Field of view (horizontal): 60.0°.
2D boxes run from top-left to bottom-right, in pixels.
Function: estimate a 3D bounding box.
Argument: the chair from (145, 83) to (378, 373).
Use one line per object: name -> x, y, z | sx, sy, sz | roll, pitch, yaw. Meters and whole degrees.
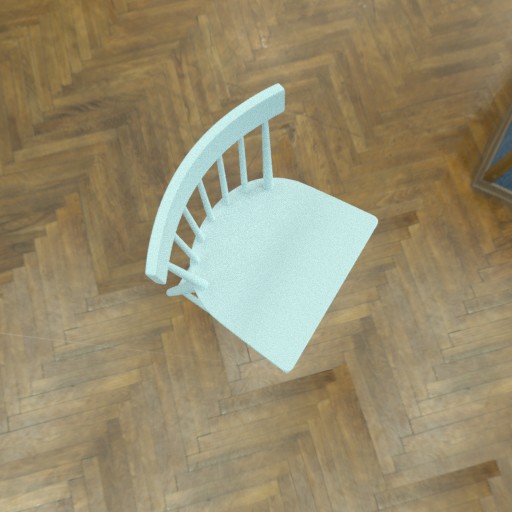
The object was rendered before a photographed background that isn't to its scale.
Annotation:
chair -> 0.000, 0.000, 1.310 | 0.572, 0.952, 0.483 | 31, 78, 7
